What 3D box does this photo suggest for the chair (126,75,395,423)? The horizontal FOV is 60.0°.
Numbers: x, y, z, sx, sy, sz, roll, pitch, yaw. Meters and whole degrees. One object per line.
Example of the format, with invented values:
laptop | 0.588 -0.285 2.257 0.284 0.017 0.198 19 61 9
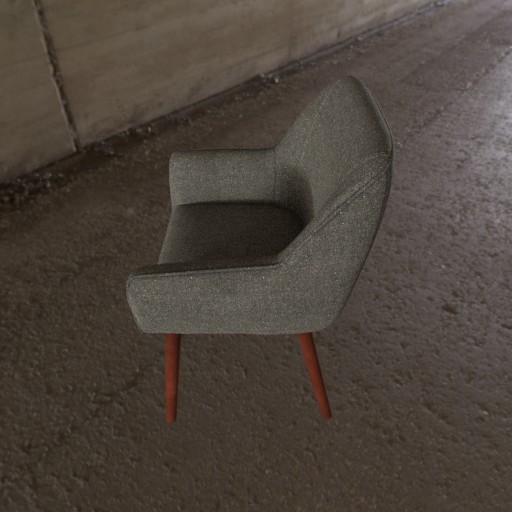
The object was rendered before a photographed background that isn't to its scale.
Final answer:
chair | 0.000 0.000 1.158 0.519 0.803 0.543 1 40 1
